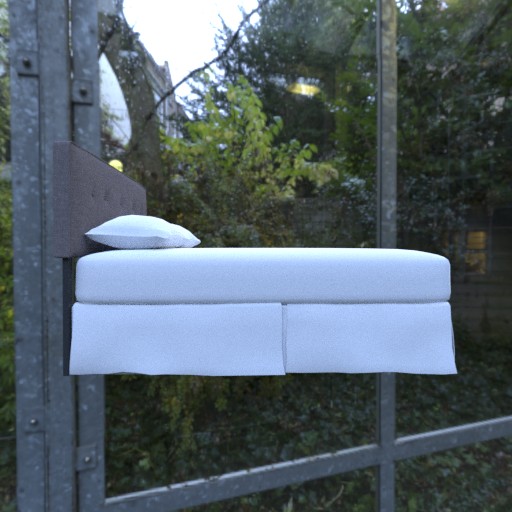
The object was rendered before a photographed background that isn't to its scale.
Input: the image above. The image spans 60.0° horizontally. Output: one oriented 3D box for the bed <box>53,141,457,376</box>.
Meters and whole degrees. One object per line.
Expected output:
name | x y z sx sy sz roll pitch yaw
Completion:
bed | 0.000 0.000 2.824 1.894 1.089 1.610 0 1 -2
